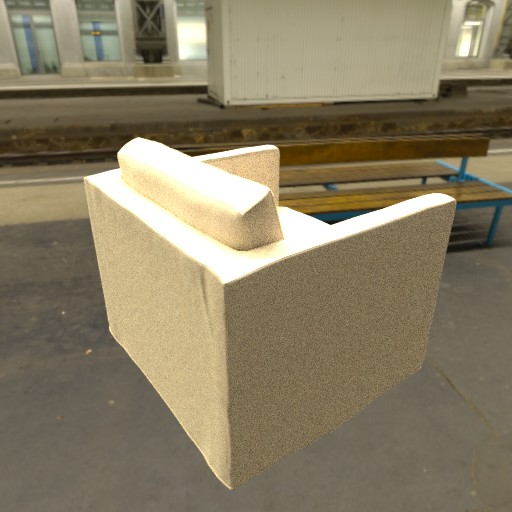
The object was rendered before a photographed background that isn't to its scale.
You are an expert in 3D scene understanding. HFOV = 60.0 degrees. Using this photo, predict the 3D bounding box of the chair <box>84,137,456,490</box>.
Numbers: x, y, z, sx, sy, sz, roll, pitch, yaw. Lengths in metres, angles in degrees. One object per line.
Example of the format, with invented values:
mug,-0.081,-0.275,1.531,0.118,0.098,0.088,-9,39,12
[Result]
chair,0.000,0.000,1.710,0.947,0.851,1.057,-18,31,-32
